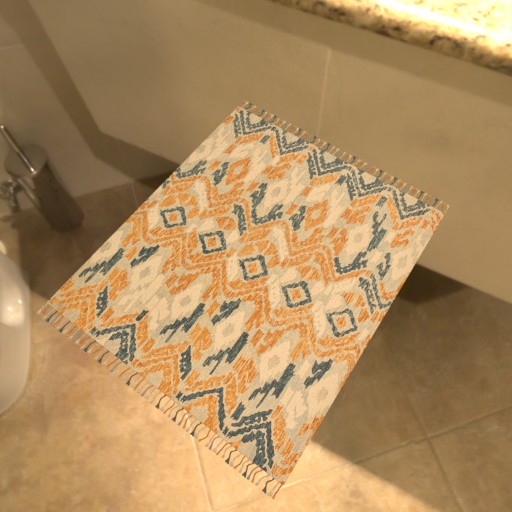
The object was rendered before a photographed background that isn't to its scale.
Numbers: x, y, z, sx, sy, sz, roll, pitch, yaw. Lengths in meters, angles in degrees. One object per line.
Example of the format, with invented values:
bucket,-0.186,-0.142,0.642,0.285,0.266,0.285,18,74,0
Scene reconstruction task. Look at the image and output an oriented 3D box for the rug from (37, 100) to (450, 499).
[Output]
rug,0.000,0.000,4.020,2.439,0.010,3.048,32,67,15
